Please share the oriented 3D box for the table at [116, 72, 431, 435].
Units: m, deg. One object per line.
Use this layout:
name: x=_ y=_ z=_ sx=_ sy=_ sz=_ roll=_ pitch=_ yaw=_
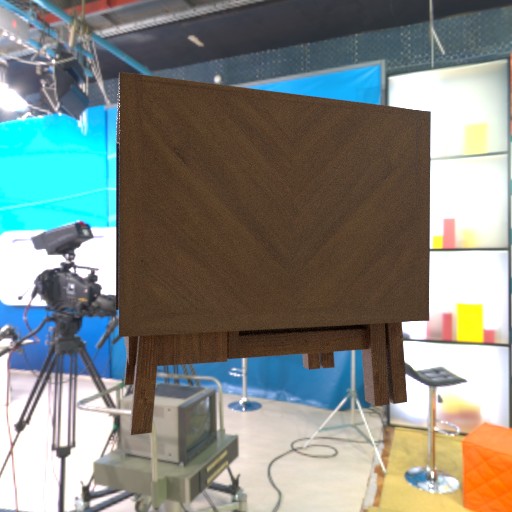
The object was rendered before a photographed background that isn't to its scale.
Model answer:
table: x=0.000 y=0.000 z=1.617 sx=0.967 sy=0.981 sz=0.701 roll=0 pitch=-1 yaw=-18
